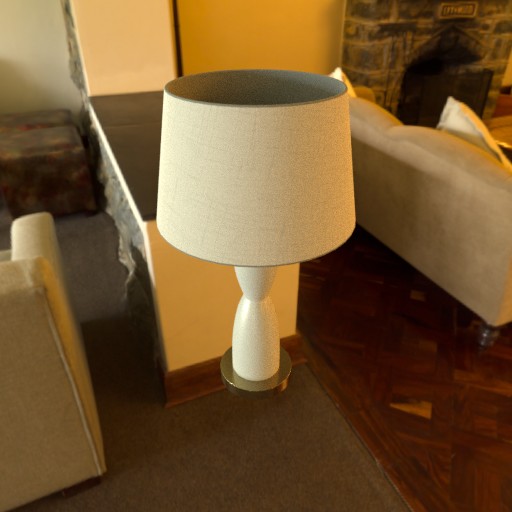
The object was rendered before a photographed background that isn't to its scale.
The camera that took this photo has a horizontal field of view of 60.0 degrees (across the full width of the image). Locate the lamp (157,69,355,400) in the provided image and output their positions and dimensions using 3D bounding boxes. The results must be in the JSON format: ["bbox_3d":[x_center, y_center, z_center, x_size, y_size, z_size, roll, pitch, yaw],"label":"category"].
[{"bbox_3d":[0.000,0.000,0.742,0.309,0.545,0.309,0,32,0],"label":"lamp"}]
